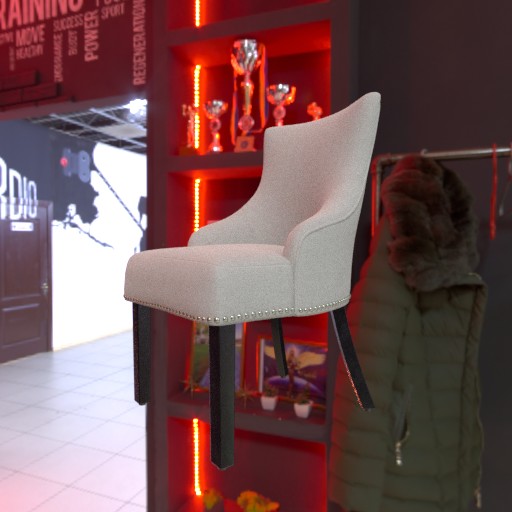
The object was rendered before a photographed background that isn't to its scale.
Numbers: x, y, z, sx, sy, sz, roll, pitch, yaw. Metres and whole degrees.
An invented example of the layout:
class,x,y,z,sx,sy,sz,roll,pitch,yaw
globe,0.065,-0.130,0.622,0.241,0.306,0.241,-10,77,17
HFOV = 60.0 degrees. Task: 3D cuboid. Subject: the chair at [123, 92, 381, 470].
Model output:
class,x,y,z,sx,sy,sz,roll,pitch,yaw
chair,0.000,0.000,1.295,0.629,0.909,0.566,-1,2,-36
